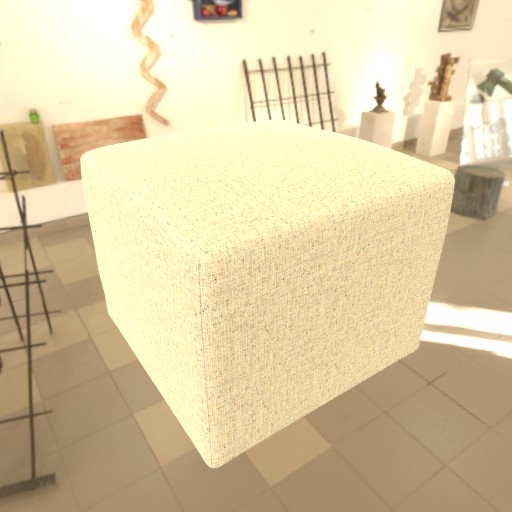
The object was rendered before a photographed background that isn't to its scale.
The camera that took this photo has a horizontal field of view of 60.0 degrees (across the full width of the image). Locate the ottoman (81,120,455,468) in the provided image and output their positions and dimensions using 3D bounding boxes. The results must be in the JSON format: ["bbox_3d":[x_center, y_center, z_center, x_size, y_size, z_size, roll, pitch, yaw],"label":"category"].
[{"bbox_3d":[0.000,0.000,0.906,0.521,0.453,0.512,-19,35,-29],"label":"ottoman"}]
